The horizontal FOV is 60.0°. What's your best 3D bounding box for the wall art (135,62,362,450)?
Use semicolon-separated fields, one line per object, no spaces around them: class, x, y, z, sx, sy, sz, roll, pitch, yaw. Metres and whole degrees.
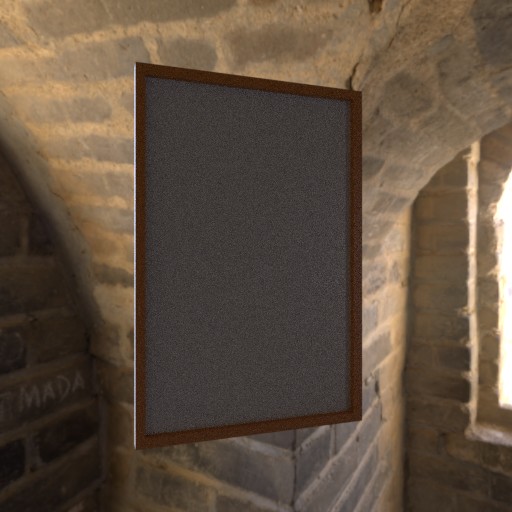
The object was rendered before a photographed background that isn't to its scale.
wall art;0.000;0.000;0.767;0.405;0.608;0.025;0;0;-18
